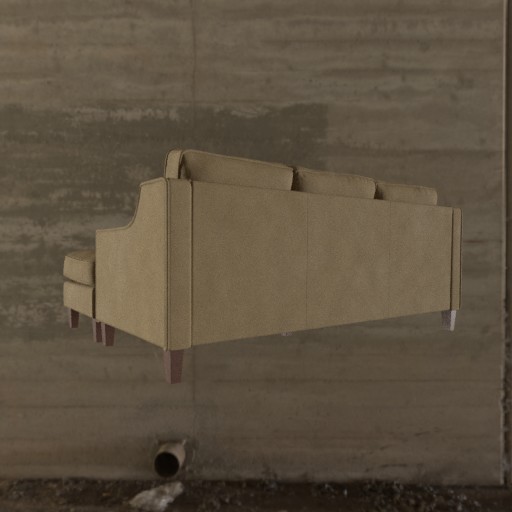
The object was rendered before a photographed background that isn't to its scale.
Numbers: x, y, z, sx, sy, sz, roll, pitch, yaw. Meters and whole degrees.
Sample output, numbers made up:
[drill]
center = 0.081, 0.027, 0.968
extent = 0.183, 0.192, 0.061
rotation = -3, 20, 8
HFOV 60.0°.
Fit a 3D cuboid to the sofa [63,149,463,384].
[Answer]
[sofa]
center = 0.000, 0.000, 3.257
extent = 2.317, 1.066, 1.858
rotation = -1, 1, -36
